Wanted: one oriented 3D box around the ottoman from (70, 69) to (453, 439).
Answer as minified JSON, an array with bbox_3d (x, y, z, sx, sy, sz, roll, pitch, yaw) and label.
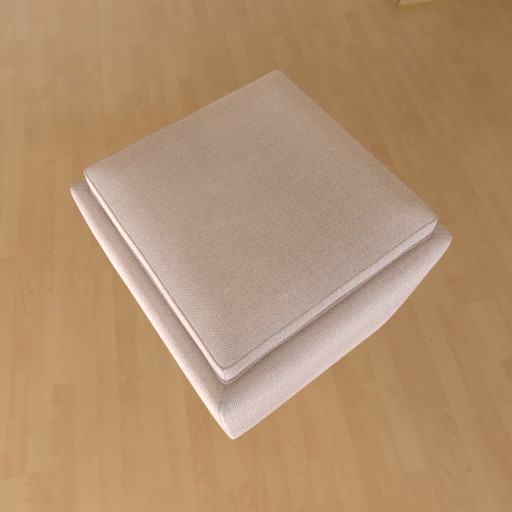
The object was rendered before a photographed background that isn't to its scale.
[{"bbox_3d":[0.000,0.000,0.831,0.450,0.460,0.451,-33,67,-16],"label":"ottoman"}]
